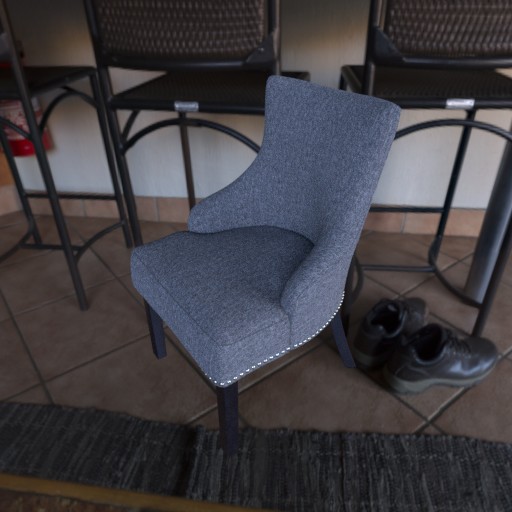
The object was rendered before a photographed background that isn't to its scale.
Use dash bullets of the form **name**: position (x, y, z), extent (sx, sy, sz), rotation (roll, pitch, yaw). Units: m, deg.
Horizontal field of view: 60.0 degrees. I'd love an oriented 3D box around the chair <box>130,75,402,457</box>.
- **chair**: position (0.000, 0.000, 1.330), extent (0.629, 0.909, 0.566), rotation (-21, 37, -29)
